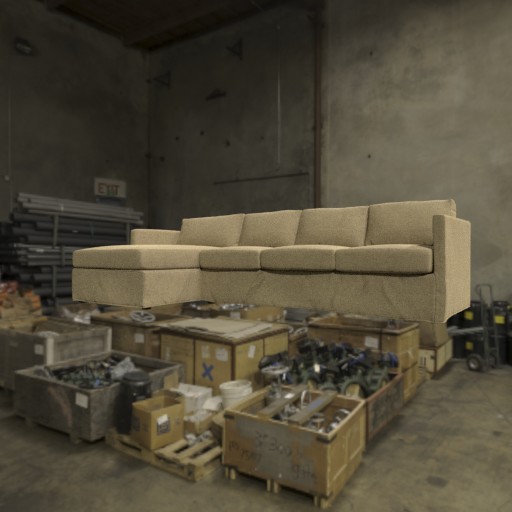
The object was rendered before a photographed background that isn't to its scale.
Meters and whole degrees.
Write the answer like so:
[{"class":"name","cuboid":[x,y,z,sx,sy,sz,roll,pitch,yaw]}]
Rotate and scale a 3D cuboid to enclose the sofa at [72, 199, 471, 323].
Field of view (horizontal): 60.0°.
[{"class":"sofa","cuboid":[0.000,0.000,3.901,3.198,0.920,1.638,0,0,36]}]
